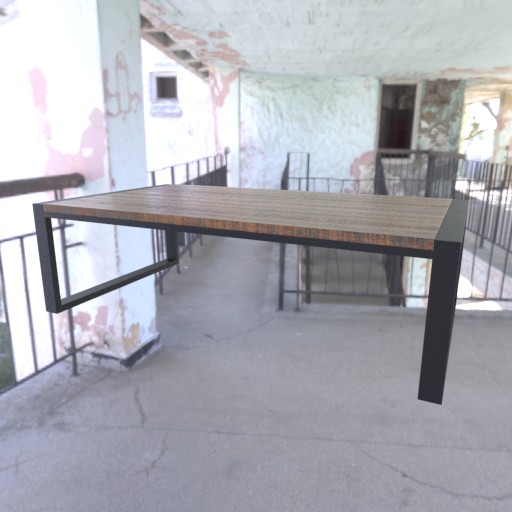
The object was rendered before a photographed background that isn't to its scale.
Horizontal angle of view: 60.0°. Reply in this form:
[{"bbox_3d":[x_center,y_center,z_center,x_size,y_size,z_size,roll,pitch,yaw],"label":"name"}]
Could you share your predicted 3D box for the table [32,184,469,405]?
[{"bbox_3d":[0.000,0.000,1.616,1.350,0.400,0.750,7,16,25],"label":"table"}]
